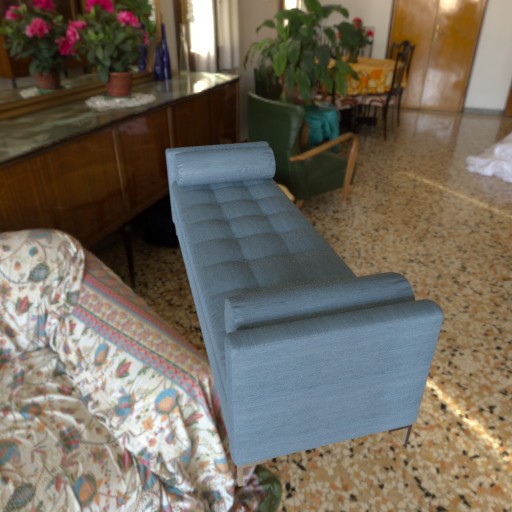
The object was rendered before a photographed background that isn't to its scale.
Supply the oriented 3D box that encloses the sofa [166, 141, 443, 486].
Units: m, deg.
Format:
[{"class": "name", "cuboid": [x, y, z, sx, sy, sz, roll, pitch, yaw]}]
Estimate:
[{"class": "sofa", "cuboid": [0.000, 0.000, 2.259, 0.686, 0.635, 1.981, -8, 31, -13]}]
